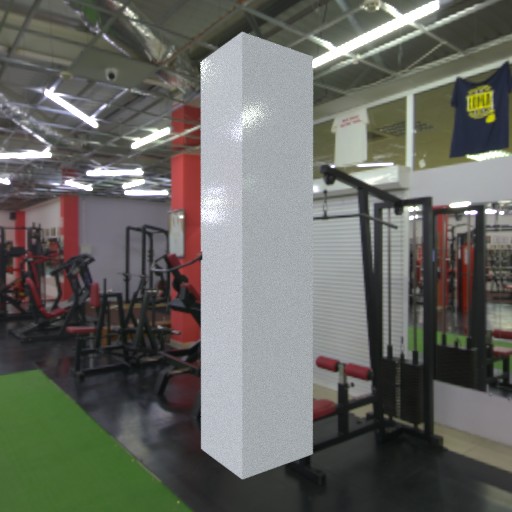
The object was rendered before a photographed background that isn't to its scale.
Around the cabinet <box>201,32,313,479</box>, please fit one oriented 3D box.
[{"bbox_3d":[0.000,0.000,1.583,0.300,1.400,0.270,0,1,-36],"label":"cabinet"}]
